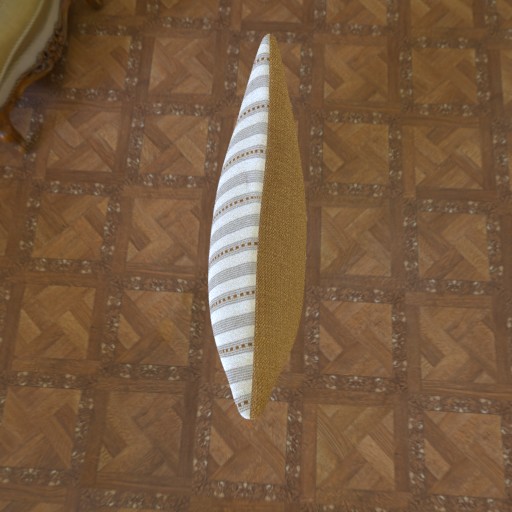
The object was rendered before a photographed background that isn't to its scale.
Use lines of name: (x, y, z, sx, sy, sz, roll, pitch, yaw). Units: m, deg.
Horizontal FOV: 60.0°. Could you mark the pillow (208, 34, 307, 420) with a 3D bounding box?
pillow: (0.000, 0.000, 0.672, 0.147, 0.437, 0.432, 2, 76, 0)
